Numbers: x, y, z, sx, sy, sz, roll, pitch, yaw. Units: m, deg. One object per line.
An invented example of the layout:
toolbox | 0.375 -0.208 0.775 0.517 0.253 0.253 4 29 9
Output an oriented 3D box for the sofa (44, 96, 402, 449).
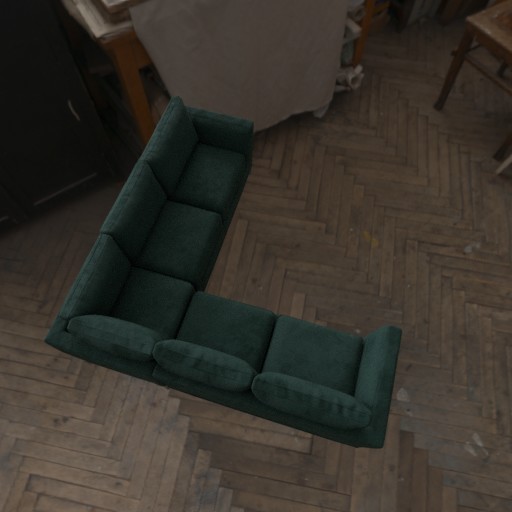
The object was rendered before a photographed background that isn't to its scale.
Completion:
sofa | 0.000 0.000 3.763 2.468 1.004 2.452 15 64 7
